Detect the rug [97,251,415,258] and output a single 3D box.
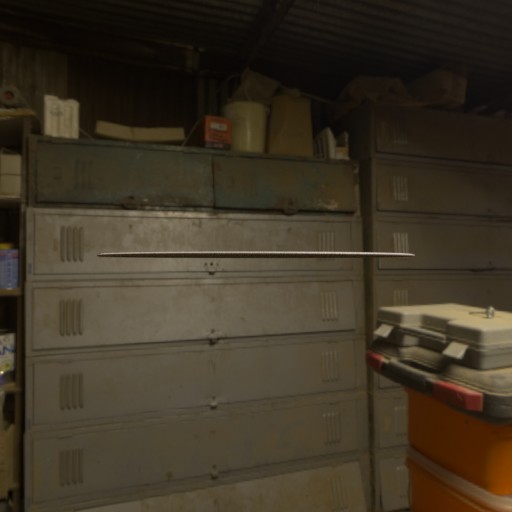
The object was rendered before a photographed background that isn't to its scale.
[{"bbox_3d":[0.000,0.000,2.360,1.593,0.012,1.593,0,-1,0],"label":"rug"}]
